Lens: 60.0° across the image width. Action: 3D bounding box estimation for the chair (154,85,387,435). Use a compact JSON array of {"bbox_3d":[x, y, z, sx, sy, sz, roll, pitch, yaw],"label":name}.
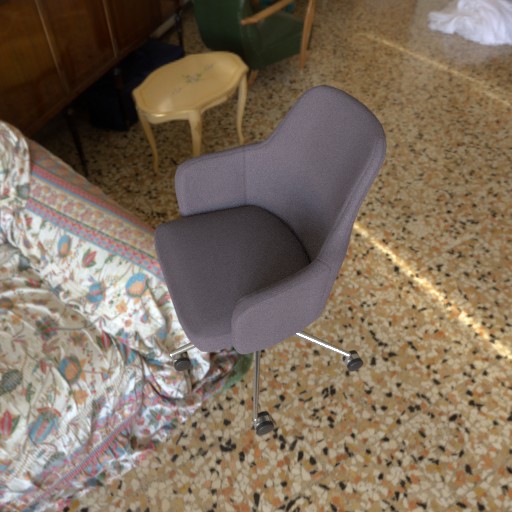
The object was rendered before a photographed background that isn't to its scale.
[{"bbox_3d":[0.000,0.000,1.264,0.600,0.820,0.655,-16,47,-15],"label":"chair"}]
